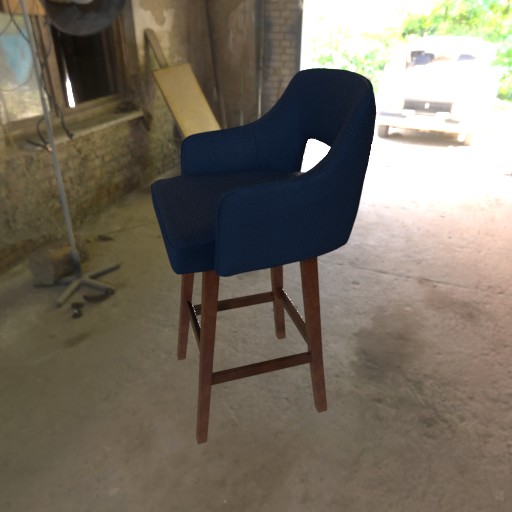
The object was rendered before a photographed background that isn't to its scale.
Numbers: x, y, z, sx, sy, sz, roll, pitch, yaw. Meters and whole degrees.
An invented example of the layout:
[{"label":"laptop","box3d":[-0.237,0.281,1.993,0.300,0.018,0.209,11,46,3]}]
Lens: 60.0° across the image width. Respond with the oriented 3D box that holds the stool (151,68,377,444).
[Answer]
[{"label":"stool","box3d":[0.000,0.000,1.368,0.560,1.041,0.550,-9,31,-15]}]
